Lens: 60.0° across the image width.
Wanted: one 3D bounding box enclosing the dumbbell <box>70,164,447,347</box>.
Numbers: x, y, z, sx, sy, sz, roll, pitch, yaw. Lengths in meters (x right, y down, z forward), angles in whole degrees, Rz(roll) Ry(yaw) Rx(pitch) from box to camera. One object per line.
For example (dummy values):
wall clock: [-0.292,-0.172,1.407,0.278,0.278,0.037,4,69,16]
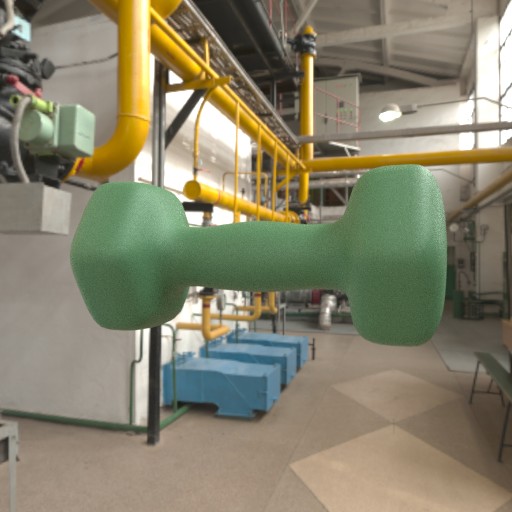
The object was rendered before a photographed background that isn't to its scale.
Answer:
dumbbell: [0.000,0.000,0.326,0.257,0.114,0.126,0,0,18]
